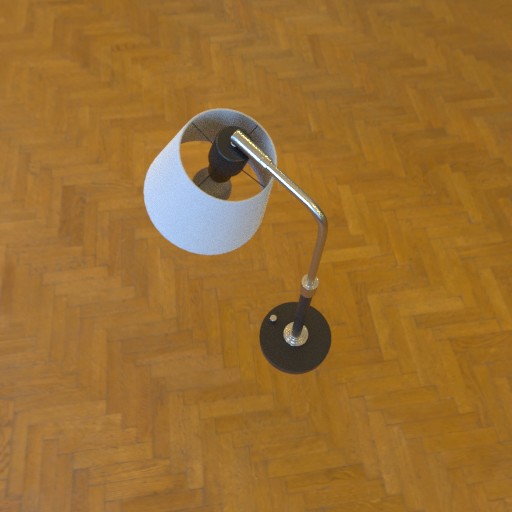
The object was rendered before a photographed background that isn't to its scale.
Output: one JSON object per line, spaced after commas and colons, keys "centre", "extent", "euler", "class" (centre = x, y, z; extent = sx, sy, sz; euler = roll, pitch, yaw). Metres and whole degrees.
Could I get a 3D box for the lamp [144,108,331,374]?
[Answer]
{"centre": [0.000, 0.000, 0.714], "extent": [0.348, 0.539, 0.181], "euler": [33, 68, 15], "class": "lamp"}
